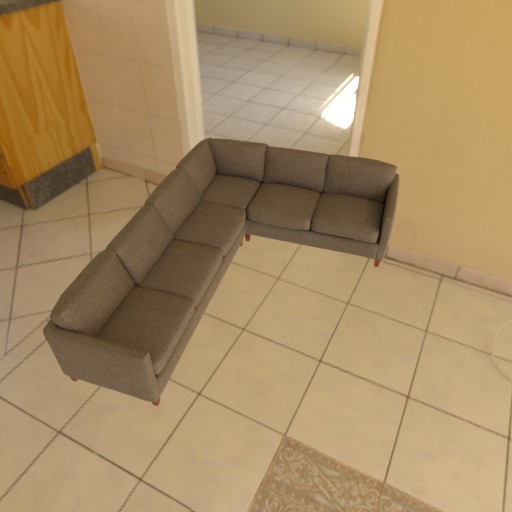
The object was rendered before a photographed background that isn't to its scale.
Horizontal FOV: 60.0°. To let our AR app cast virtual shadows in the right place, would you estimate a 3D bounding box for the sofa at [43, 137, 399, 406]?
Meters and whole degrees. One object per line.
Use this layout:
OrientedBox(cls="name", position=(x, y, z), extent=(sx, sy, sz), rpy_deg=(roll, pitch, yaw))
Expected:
OrientedBox(cls="sofa", position=(0.000, 0.000, 4.516), extent=(2.593, 0.947, 3.302), rpy_deg=(12, 43, 13))
